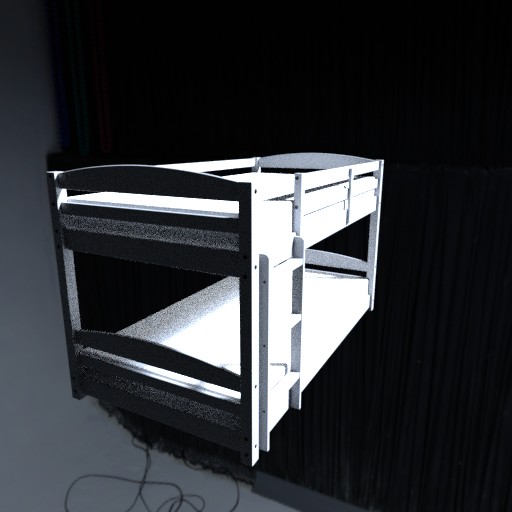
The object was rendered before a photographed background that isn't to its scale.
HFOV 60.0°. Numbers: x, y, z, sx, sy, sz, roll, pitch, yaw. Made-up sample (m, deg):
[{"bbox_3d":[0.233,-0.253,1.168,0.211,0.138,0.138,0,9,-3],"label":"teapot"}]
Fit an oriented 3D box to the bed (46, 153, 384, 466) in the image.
[{"bbox_3d":[0.000,0.000,2.771,1.105,1.206,2.013,8,17,27],"label":"bed"}]
